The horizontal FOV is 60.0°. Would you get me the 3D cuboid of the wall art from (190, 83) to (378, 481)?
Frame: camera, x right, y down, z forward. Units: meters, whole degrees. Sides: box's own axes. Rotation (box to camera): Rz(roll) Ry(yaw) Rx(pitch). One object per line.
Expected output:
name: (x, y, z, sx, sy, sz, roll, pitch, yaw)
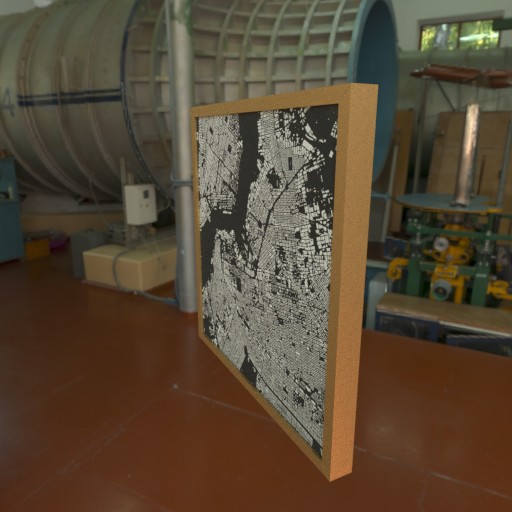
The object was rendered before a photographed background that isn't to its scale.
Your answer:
wall art: (0.000, 0.000, 1.924, 0.095, 1.284, 1.284, -8, 17, -26)
